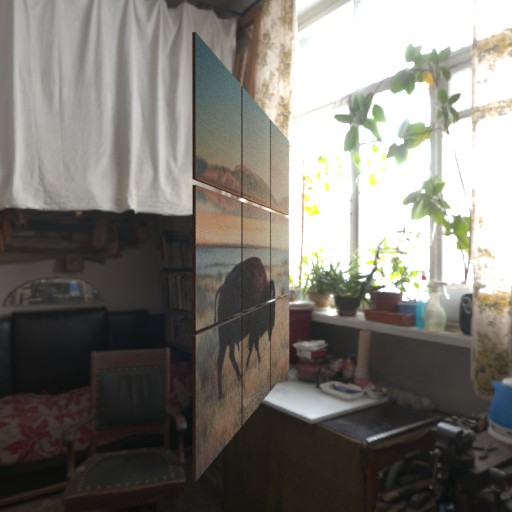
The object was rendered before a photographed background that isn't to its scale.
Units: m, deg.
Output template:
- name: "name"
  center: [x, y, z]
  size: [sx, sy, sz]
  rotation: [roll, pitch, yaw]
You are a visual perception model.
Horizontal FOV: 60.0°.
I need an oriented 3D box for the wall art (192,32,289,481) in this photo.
- name: "wall art"
  center: [0.000, 0.000, 2.247]
  size: [0.019, 1.532, 1.533]
  rotation: [0, 0, 16]
